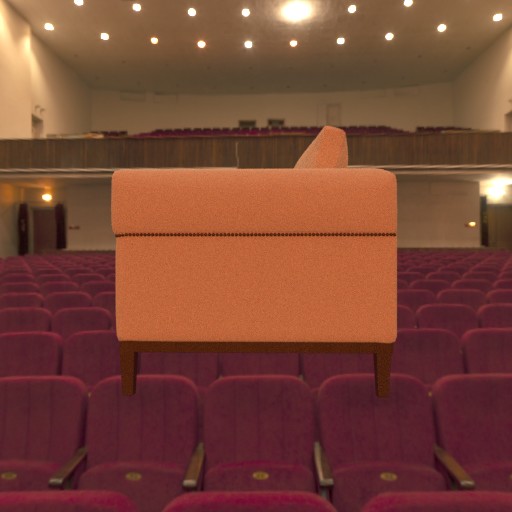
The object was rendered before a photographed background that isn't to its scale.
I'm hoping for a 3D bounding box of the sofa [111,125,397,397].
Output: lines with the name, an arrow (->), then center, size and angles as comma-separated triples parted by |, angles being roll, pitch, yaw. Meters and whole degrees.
sofa -> 0.000, 0.000, 2.142 | 0.905, 0.873, 1.598 | 0, 0, 1
